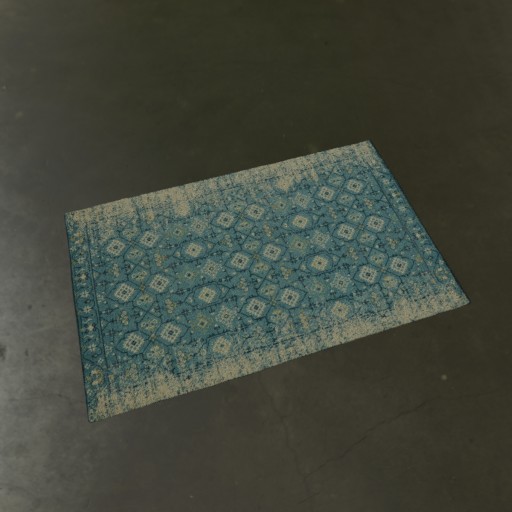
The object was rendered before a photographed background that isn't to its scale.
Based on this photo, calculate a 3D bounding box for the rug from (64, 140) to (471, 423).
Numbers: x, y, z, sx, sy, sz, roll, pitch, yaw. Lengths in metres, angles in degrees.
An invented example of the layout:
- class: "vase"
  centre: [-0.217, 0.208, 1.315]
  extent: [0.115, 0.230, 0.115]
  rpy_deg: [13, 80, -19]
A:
- class: "rug"
  centre: [0.000, 0.000, 3.033]
  extent: [2.449, 0.015, 1.530]
  rpy_deg: [-15, 60, -9]
